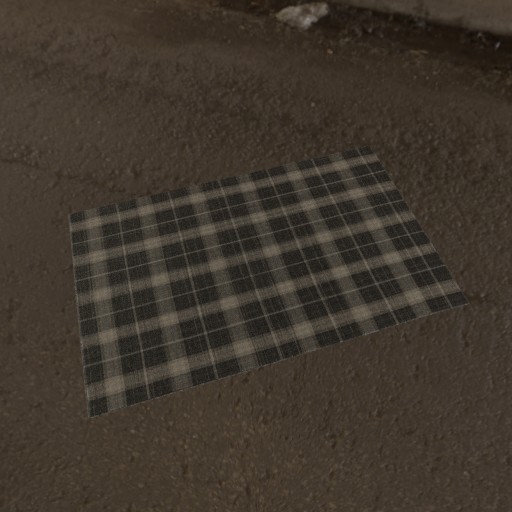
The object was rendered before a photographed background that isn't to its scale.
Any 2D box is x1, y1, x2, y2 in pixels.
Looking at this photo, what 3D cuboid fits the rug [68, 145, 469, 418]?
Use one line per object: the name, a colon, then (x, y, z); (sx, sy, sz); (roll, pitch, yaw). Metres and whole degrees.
rug: (0.000, 0.000, 3.067); (2.434, 0.015, 1.520); (-14, 59, -9)
